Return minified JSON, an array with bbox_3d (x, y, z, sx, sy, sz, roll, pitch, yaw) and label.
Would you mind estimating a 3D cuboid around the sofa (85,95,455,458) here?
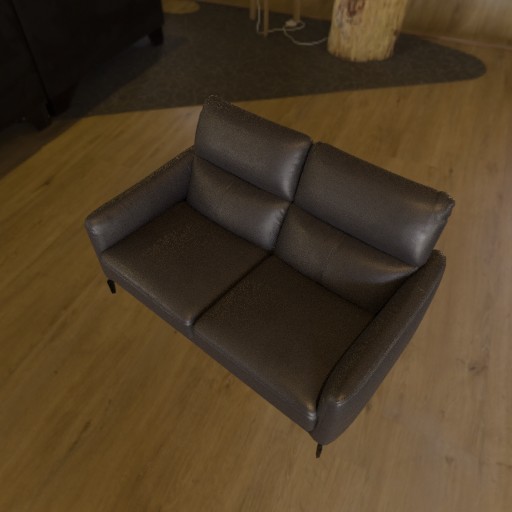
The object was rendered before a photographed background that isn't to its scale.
[{"bbox_3d":[0.000,0.000,2.198,1.596,0.920,0.958,31,54,26],"label":"sofa"}]
